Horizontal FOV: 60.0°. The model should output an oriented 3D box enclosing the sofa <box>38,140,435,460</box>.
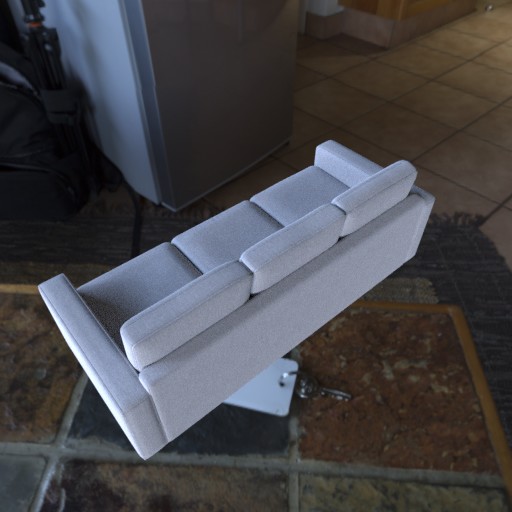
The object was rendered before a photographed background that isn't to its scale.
[{"bbox_3d":[0.000,0.000,2.543,2.120,0.800,0.900,-31,53,-27],"label":"sofa"}]
